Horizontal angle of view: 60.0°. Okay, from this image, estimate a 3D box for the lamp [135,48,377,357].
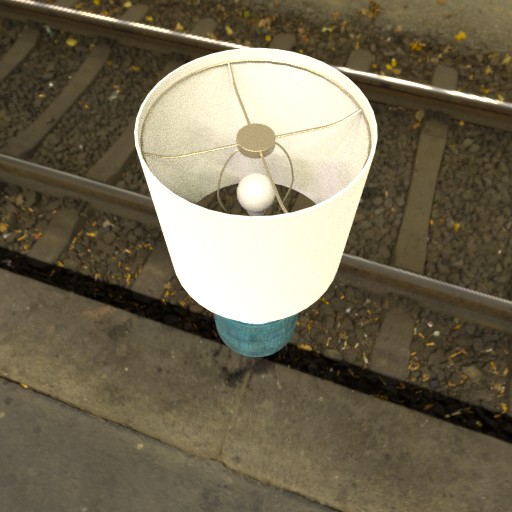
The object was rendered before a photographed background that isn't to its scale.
[{"bbox_3d":[0.000,0.000,0.583,0.211,0.455,0.211,-2,59,-1],"label":"lamp"}]
